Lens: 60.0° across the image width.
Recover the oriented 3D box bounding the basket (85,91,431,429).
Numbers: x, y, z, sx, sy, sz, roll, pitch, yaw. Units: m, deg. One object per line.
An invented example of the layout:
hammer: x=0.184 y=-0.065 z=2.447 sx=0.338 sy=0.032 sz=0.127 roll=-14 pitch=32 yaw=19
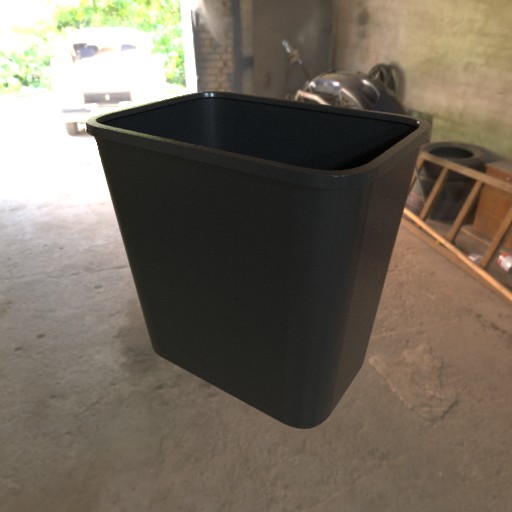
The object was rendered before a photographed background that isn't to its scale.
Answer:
basket: x=0.000 y=0.000 z=0.510 sx=0.300 sy=0.307 sz=0.211 roll=19 pitch=35 yaw=29
